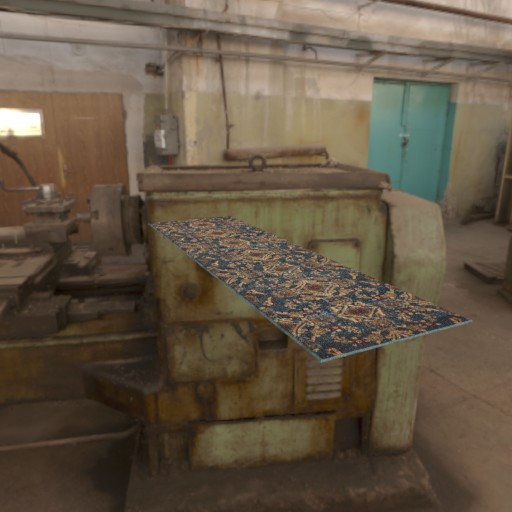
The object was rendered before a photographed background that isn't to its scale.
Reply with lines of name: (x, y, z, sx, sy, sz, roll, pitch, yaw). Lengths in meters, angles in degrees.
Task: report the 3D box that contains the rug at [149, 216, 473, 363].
rug: (0.000, 0.000, 2.499, 0.685, 0.014, 2.292, -8, 18, -25)
